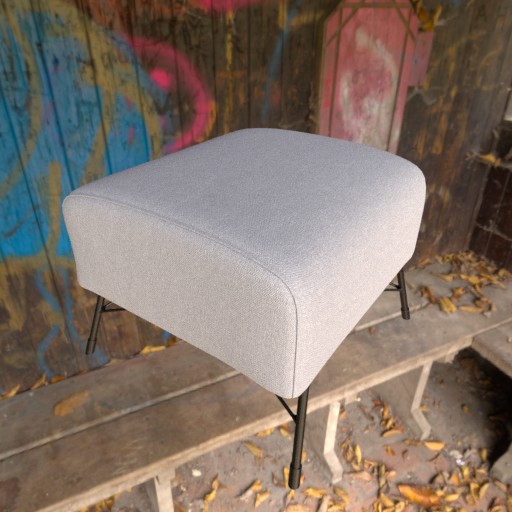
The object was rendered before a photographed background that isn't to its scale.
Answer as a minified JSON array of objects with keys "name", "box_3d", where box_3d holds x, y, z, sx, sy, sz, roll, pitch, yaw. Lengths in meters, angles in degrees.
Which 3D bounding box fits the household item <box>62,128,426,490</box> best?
[{"name":"household item","box_3d":[0.000,0.000,0.898,0.530,0.410,0.530,20,36,30]}]
